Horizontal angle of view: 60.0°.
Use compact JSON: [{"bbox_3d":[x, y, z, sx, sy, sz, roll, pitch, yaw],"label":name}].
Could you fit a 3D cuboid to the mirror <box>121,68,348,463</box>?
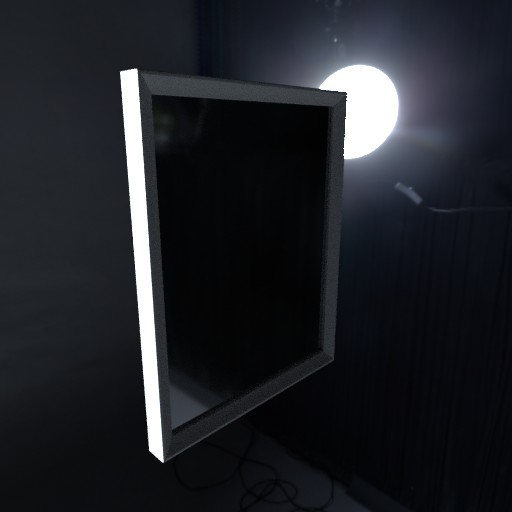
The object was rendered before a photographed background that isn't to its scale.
[{"bbox_3d":[0.000,0.000,0.699,0.041,0.509,0.406,15,22,43],"label":"mirror"}]
